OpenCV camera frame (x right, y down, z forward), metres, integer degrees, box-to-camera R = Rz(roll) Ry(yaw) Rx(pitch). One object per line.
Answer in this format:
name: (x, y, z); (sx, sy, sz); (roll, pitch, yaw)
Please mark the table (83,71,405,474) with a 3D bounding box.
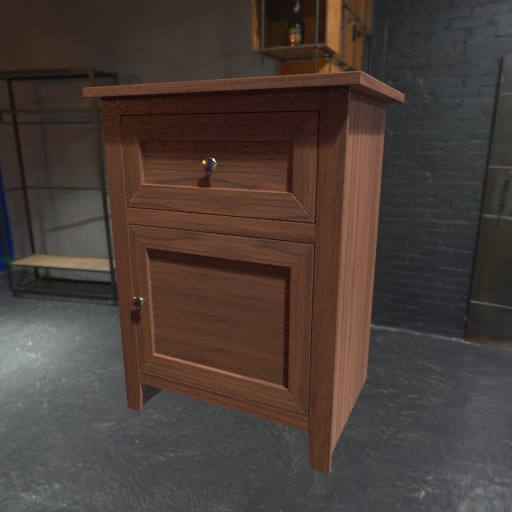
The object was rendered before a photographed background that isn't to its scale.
table: (0.000, 0.000, 0.910); (0.480, 0.636, 0.381); (7, 17, 25)
